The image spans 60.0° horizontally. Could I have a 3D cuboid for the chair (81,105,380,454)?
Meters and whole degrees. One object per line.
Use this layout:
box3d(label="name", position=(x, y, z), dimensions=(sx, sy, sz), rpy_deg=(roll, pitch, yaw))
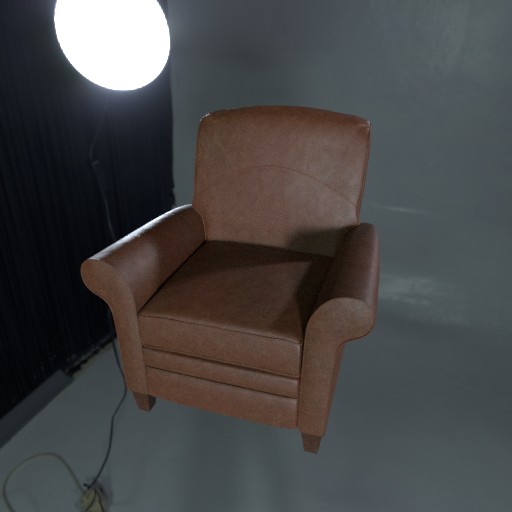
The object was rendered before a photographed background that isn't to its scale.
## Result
box3d(label="chair", position=(0.000, 0.000, 1.773), dimensions=(0.978, 1.061, 0.902), rpy_deg=(8, 26, 16))
